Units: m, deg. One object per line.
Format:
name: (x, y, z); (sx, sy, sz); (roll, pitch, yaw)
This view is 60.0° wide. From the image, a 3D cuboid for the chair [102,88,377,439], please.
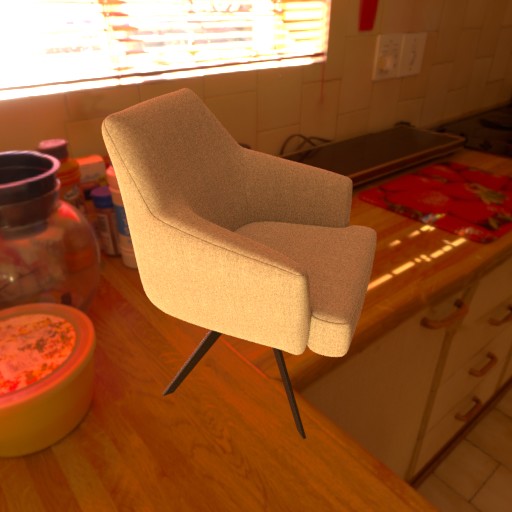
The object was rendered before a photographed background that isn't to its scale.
chair: (0.000, 0.000, 1.346); (0.677, 0.874, 0.642); (11, 32, 17)
